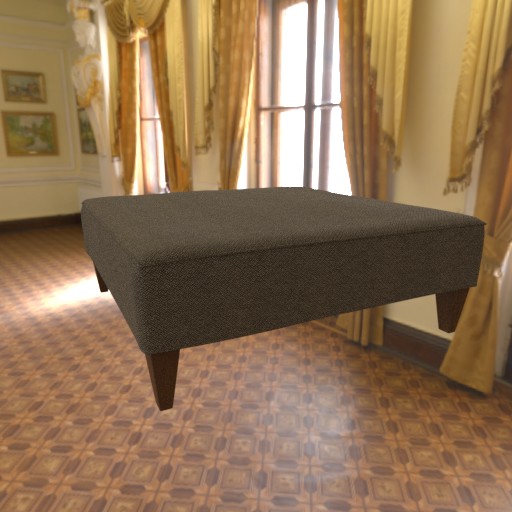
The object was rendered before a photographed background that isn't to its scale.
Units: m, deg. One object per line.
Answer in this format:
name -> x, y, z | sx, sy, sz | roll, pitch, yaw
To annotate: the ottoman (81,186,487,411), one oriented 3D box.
ottoman -> 0.000, 0.000, 1.475 | 0.981, 0.378, 0.970 | -7, 16, -26
